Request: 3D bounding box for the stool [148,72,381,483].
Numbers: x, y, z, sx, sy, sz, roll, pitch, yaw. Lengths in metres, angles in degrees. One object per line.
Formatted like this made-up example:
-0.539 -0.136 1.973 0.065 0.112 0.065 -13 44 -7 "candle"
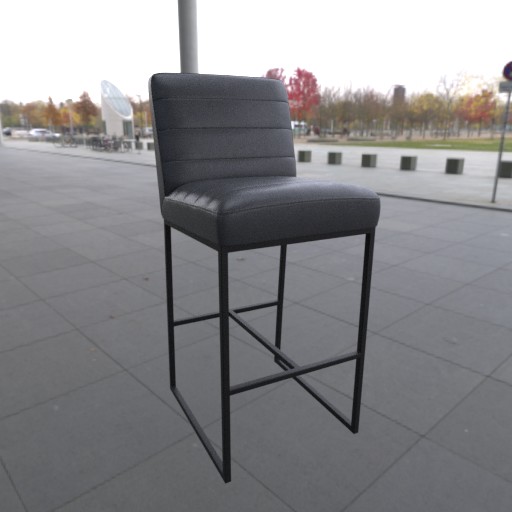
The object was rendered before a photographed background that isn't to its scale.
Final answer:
0.000 0.000 1.312 0.457 1.040 0.552 -8 18 -26 "stool"
